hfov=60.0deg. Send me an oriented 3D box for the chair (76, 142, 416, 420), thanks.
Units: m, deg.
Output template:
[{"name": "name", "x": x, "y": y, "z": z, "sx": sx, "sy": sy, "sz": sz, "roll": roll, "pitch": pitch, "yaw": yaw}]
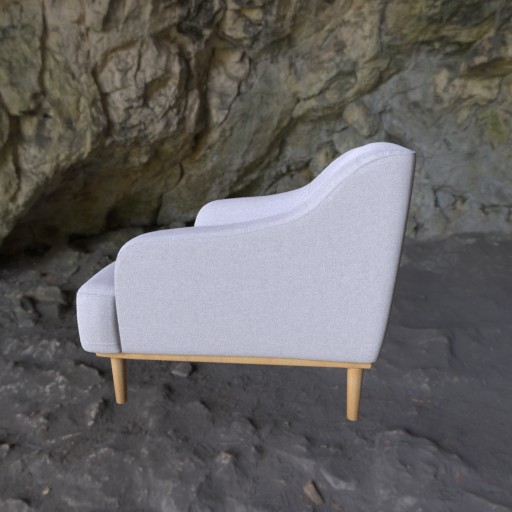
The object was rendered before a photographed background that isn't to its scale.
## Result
[{"name": "chair", "x": 0.000, "y": 0.000, "z": 1.651, "sx": 0.951, "sy": 0.818, "sz": 0.946, "roll": 2, "pitch": 14, "yaw": 8}]
